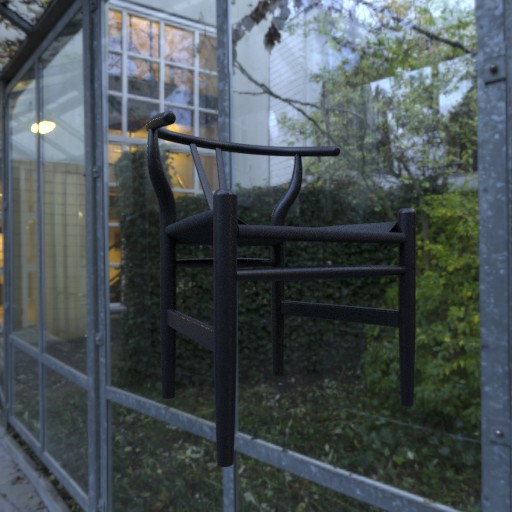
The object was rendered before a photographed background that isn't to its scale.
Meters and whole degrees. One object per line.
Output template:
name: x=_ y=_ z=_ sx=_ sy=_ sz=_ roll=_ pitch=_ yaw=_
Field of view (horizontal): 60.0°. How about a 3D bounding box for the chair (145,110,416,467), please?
chair: x=0.000 y=0.000 z=1.150 sx=0.569 sy=0.730 sz=0.579 roll=0 pitch=0 yaw=-36
